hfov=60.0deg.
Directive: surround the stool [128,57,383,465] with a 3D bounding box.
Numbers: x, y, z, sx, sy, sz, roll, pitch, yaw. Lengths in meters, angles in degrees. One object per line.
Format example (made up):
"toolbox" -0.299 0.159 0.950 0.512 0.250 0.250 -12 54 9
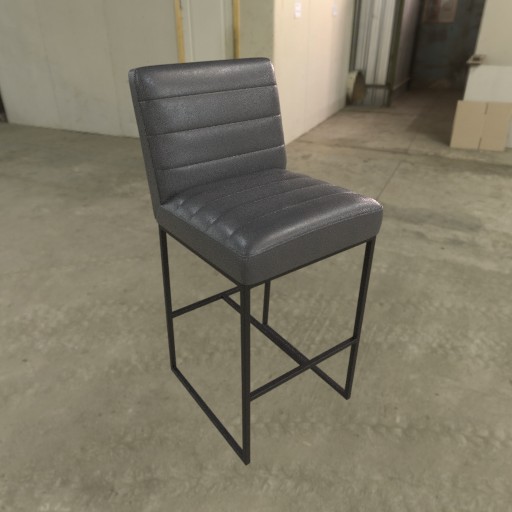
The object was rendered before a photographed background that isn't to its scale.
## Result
"stool" 0.000 0.000 1.330 0.457 1.040 0.552 -20 35 -31
